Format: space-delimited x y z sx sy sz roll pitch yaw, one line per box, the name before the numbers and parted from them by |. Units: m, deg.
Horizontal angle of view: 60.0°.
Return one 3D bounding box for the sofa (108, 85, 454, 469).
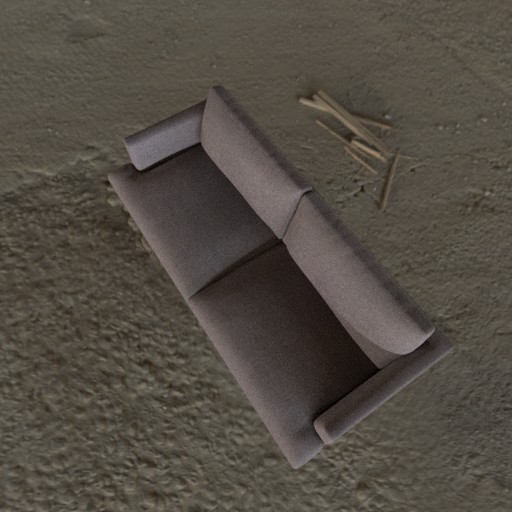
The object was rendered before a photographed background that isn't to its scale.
sofa | 0.000 0.000 2.792 1.020 0.868 2.250 -31 68 -14
